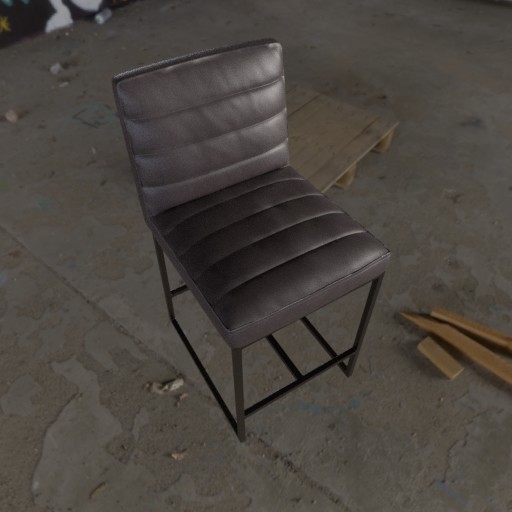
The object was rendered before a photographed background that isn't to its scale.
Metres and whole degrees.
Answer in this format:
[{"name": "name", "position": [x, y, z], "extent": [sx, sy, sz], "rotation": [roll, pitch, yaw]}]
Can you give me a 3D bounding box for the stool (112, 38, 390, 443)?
[{"name": "stool", "position": [0.000, 0.000, 1.246], "extent": [0.463, 0.946, 0.562], "rotation": [-24, 51, -21]}]
